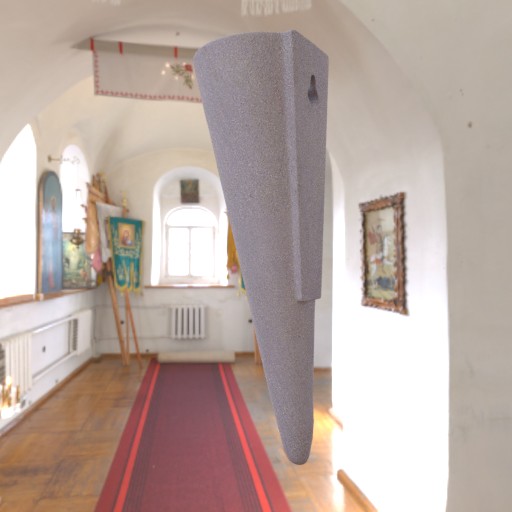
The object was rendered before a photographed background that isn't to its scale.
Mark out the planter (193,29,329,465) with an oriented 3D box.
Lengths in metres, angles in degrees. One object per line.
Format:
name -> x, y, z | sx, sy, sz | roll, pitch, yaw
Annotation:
planter -> 0.000, 0.000, 0.295 | 0.087, 0.259, 0.078 | 0, 1, 36
